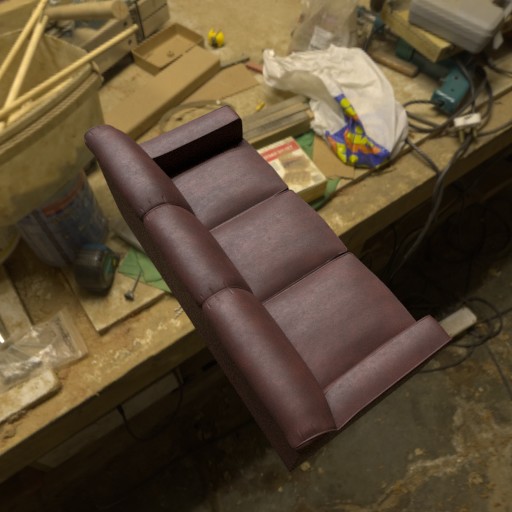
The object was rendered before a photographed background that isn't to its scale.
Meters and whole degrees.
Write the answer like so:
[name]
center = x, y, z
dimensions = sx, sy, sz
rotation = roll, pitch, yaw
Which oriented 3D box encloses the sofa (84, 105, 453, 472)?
[sofa]
center = 0.000, 0.000, 2.549
dimensions = 1.008, 0.953, 2.039
rotation = -30, 64, -17
